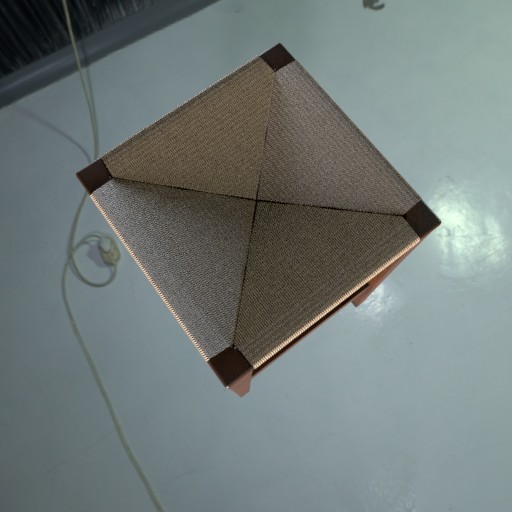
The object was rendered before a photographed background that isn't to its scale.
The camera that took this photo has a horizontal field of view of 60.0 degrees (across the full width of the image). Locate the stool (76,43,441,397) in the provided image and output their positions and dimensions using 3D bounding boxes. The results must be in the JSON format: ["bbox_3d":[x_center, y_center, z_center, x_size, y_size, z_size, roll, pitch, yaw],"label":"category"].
[{"bbox_3d":[0.000,0.000,1.083,0.497,0.762,0.507,-36,78,-9],"label":"stool"}]
